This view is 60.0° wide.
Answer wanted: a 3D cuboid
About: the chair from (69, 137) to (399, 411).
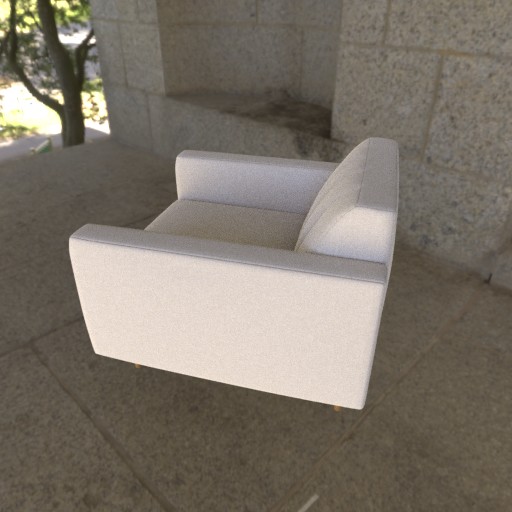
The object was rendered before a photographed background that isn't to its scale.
[{"bbox_3d":[0.000,0.000,1.740,0.998,0.819,0.953,8,32,13],"label":"chair"}]
